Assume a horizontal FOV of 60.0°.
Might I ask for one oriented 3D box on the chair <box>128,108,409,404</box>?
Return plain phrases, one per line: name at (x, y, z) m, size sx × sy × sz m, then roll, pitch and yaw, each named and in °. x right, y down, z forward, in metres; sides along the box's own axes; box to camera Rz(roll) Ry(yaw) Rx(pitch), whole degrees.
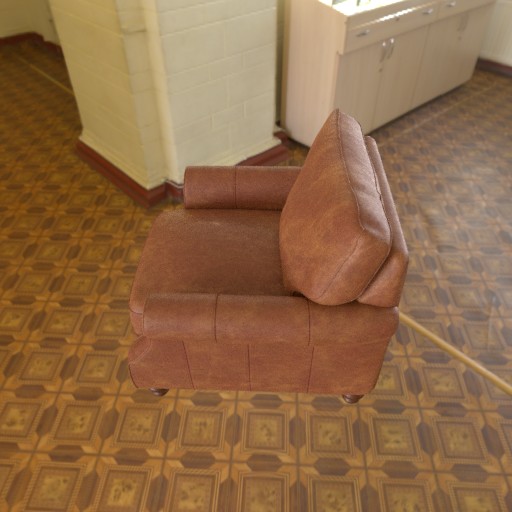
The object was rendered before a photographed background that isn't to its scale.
chair at (0.000, 0.000, 1.822) m, size 0.986 × 0.962 × 0.983 m, roll 2°, pitch 42°, yaw 2°
